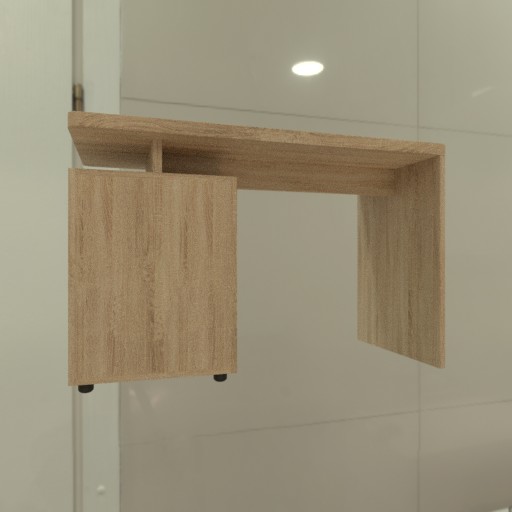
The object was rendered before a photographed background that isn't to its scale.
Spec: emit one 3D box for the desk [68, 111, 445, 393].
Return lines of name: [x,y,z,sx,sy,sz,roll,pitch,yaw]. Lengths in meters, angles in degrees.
desk: [0.000,0.000,1.591,1.200,0.760,0.550,0,0,-17]
